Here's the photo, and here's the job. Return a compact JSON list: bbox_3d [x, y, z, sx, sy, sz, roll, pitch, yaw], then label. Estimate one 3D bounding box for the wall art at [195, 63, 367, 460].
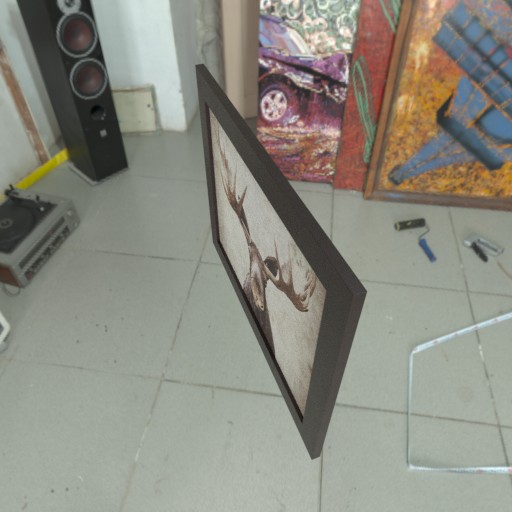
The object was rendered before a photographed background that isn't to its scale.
[{"bbox_3d":[0.000,0.000,1.656,0.034,0.952,1.207,-16,48,-14],"label":"wall art"}]
